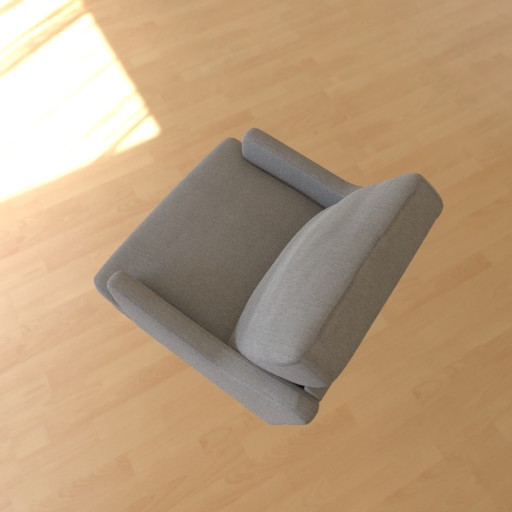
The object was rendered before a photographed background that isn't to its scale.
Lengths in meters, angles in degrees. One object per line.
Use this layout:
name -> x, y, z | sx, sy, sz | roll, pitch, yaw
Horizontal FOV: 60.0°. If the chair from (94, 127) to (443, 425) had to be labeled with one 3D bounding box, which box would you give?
chair -> 0.000, 0.000, 1.559 | 0.892, 0.821, 0.826 | 33, 68, 15
